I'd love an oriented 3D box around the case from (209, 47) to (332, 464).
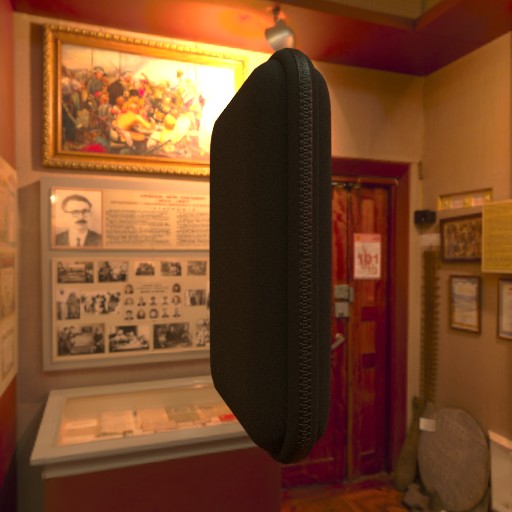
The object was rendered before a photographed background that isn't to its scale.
[{"bbox_3d":[0.000,0.000,0.192,0.030,0.147,0.107,0,1,-17],"label":"case"}]
